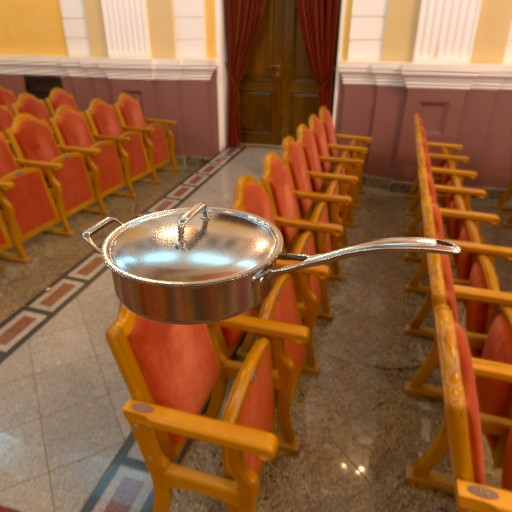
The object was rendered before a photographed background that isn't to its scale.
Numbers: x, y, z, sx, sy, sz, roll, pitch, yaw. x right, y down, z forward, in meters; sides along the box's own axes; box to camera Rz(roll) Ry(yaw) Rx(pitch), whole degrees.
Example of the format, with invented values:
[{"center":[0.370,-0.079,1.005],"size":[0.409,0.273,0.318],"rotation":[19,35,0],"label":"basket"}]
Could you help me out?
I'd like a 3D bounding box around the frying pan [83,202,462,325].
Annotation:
[{"center":[0.000,0.000,0.592],"size":[0.492,0.111,0.245],"rotation":[8,28,15],"label":"frying pan"}]
